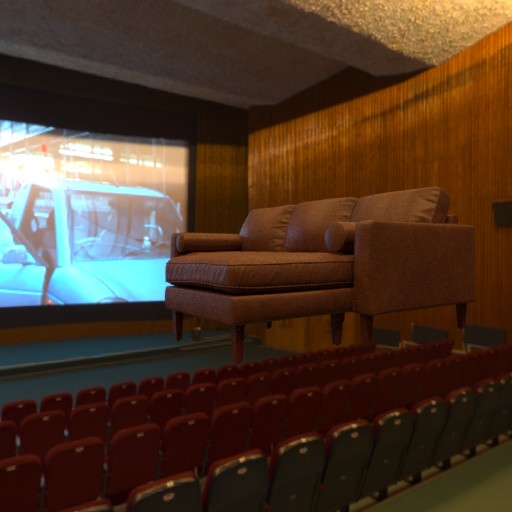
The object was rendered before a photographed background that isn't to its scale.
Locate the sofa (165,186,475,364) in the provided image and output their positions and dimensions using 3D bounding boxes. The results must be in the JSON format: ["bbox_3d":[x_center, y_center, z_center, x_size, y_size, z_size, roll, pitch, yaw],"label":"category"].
[{"bbox_3d":[0.000,0.000,2.981,1.613,0.841,2.185,-1,1,-36],"label":"sofa"}]
